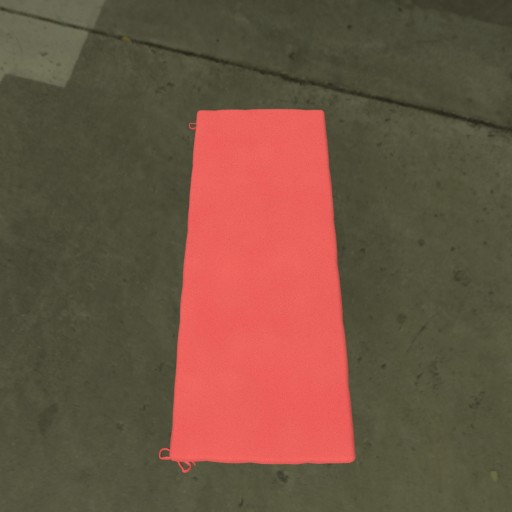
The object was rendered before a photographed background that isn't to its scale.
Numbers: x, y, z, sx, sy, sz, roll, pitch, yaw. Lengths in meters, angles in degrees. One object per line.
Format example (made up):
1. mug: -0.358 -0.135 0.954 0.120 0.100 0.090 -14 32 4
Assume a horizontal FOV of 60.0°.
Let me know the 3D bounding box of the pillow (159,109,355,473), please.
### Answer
1. pillow: 0.000 0.000 1.352 0.492 0.081 1.187 0 63 0
